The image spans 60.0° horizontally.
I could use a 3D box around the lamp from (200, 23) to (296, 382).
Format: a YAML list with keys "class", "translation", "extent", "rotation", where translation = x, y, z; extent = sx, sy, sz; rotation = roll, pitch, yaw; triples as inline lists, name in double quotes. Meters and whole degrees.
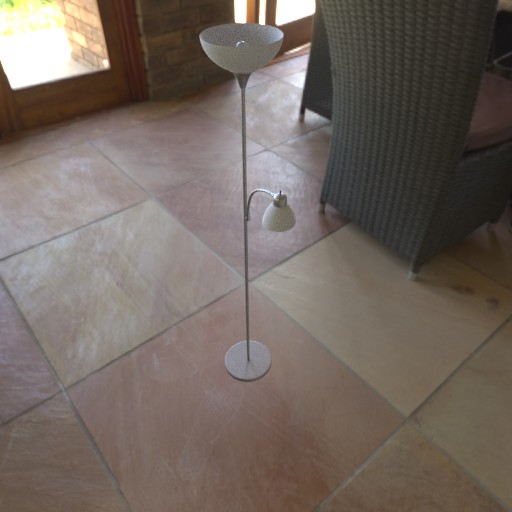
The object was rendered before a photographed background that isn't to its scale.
- class: "lamp"
  translation: [0.000, 0.000, 1.982]
  extent: [0.279, 1.804, 0.425]
  rotation: [-26, 48, -26]
